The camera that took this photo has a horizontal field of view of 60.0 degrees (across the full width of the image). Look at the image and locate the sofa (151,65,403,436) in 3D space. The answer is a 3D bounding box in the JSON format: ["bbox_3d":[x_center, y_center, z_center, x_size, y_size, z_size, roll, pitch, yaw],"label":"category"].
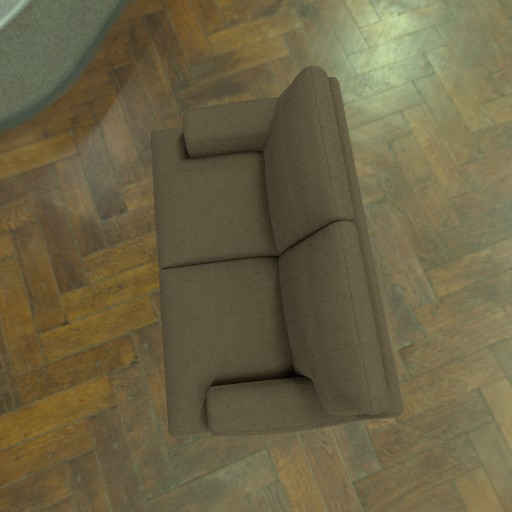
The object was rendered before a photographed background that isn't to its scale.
[{"bbox_3d":[0.000,0.000,2.493,1.140,0.950,1.869,-7,74,-2],"label":"sofa"}]
